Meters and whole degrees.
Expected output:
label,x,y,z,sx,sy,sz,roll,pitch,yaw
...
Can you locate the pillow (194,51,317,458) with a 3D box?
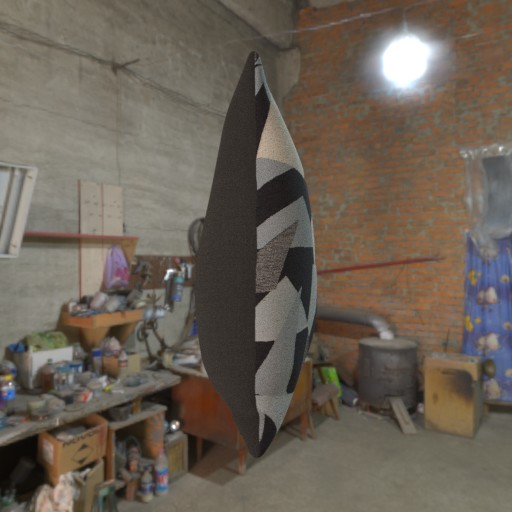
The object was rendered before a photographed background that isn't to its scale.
label,x,y,z,sx,sy,sz,roll,pitch,yaw
pillow,0.000,0.000,0.777,0.208,0.496,0.503,0,-2,-1
